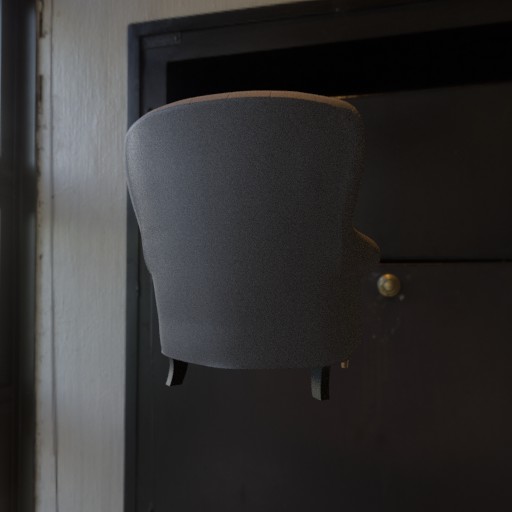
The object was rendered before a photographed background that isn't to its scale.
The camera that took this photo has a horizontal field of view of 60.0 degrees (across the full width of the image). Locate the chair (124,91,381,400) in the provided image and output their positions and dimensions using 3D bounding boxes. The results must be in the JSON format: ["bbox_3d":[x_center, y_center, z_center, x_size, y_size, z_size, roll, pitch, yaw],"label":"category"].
[{"bbox_3d":[0.000,0.000,1.857,0.983,1.046,0.983,0,-1,18],"label":"chair"}]
